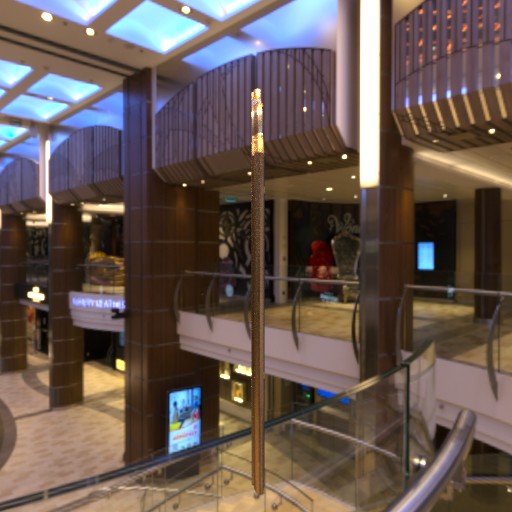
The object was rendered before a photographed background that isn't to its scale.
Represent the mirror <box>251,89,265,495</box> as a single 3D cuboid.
[{"bbox_3d":[0.000,0.000,0.846,0.018,0.635,0.513,0,1,-1],"label":"mirror"}]
